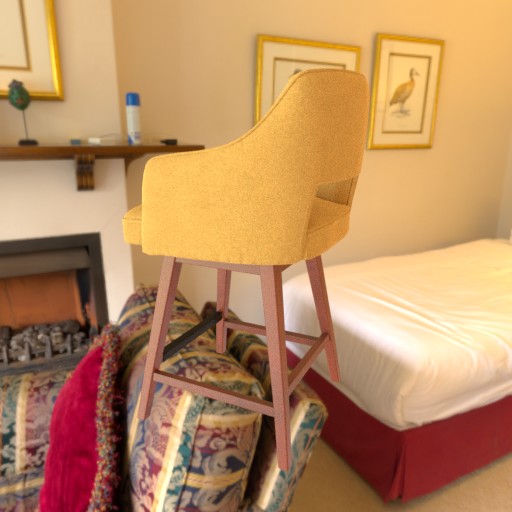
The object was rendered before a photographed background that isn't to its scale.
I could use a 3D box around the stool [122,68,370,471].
[{"bbox_3d":[0.000,0.000,1.236,0.558,0.924,0.548,8,18,25],"label":"stool"}]
